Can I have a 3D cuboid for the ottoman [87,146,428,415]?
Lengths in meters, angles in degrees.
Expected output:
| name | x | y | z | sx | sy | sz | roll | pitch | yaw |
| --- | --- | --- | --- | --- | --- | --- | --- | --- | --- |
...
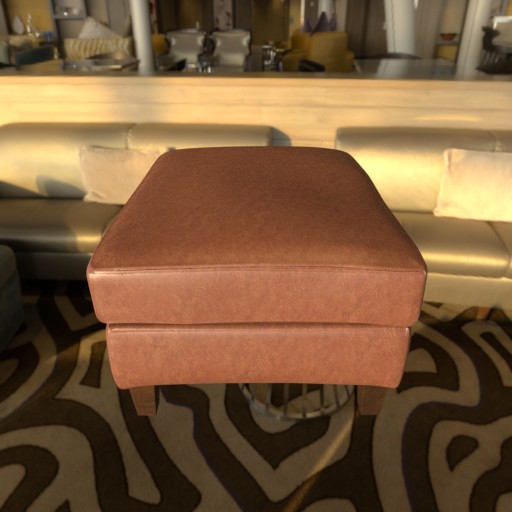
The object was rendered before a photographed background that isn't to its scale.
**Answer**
| name | x | y | z | sx | sy | sz | roll | pitch | yaw |
| --- | --- | --- | --- | --- | --- | --- | --- | --- | --- |
| ottoman | 0.000 | 0.000 | 1.255 | 0.650 | 0.485 | 0.851 | 0 | 28 | 0 |
